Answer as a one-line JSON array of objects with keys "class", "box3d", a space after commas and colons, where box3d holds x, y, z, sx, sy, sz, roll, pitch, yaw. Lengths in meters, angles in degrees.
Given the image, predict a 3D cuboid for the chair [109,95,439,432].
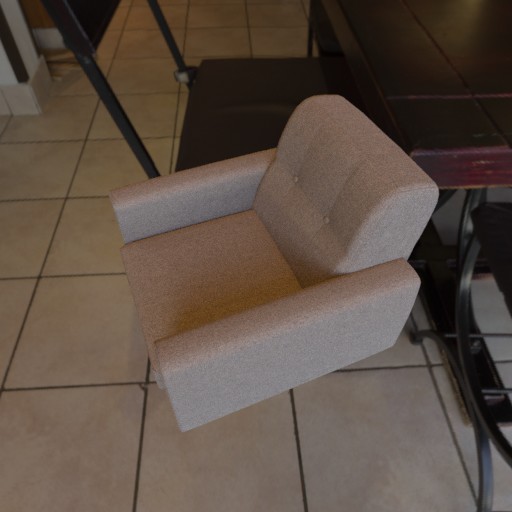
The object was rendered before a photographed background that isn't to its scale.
[{"class": "chair", "box3d": [0.000, 0.000, 1.599, 0.907, 0.839, 0.831, -17, 50, -15]}]
